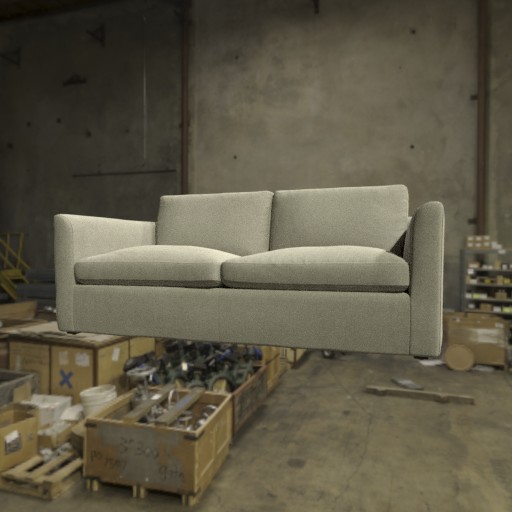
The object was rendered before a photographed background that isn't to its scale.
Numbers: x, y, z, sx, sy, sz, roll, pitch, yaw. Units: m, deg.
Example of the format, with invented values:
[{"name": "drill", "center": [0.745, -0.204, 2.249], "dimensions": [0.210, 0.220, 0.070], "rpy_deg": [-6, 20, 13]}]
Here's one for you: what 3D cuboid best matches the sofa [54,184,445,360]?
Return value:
[{"name": "sofa", "center": [0.000, 0.000, 2.532], "dimensions": [1.905, 0.839, 1.091], "rpy_deg": [0, 1, 19]}]
